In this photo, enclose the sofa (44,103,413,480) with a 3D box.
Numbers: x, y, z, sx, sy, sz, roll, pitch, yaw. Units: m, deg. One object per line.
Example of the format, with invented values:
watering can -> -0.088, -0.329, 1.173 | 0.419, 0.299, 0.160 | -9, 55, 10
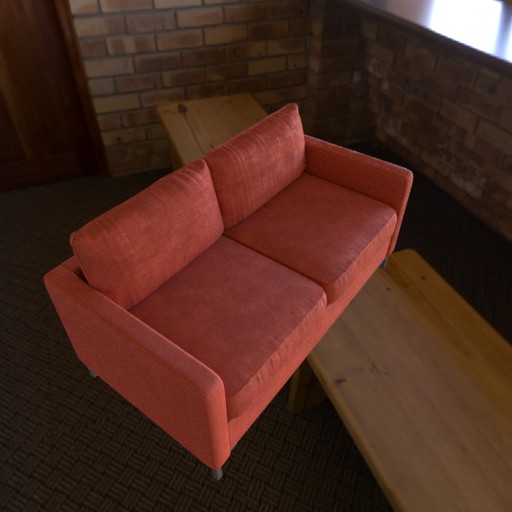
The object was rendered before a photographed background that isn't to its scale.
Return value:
sofa -> 0.000, 0.000, 2.083 | 0.864, 0.896, 1.574 | 26, 48, 27
